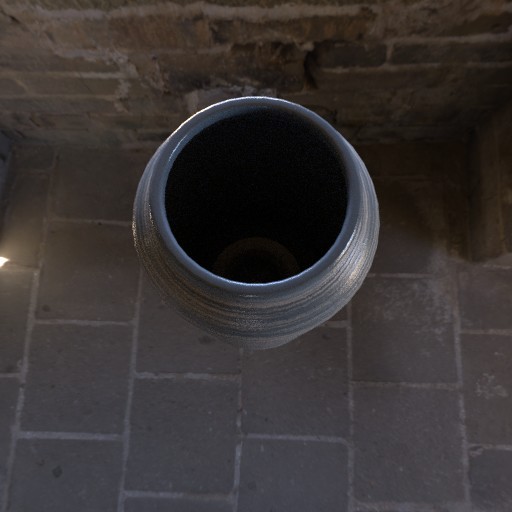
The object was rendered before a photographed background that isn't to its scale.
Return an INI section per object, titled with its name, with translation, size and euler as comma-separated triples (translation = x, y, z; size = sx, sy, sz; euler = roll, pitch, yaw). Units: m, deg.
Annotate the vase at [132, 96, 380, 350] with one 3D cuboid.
[vase]
translation = 0.000, 0.000, 0.289
size = 0.116, 0.230, 0.116
euler = 0, 77, 0
